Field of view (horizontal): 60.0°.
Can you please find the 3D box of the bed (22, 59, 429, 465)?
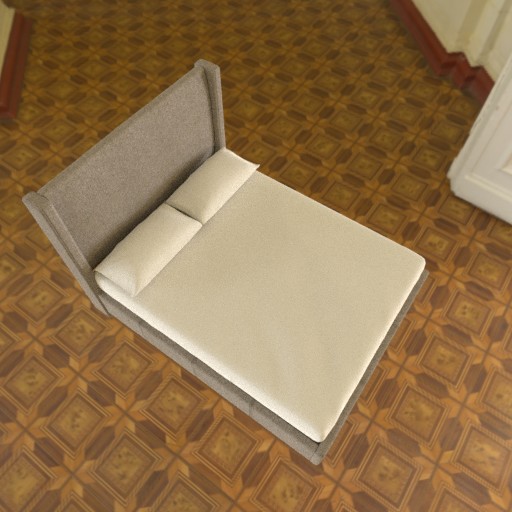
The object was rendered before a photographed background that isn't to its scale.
[{"bbox_3d":[0.000,0.000,3.289,2.245,1.481,1.714,31,62,18],"label":"bed"}]
